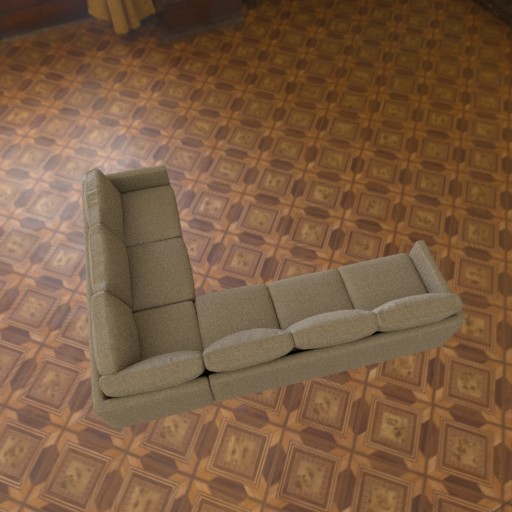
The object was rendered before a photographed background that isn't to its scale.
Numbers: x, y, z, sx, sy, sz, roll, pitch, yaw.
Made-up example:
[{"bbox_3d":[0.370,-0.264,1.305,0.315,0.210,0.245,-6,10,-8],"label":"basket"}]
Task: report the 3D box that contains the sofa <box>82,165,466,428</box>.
[{"bbox_3d":[0.000,0.000,4.568,3.302,0.947,2.593,-12,58,-7],"label":"sofa"}]
